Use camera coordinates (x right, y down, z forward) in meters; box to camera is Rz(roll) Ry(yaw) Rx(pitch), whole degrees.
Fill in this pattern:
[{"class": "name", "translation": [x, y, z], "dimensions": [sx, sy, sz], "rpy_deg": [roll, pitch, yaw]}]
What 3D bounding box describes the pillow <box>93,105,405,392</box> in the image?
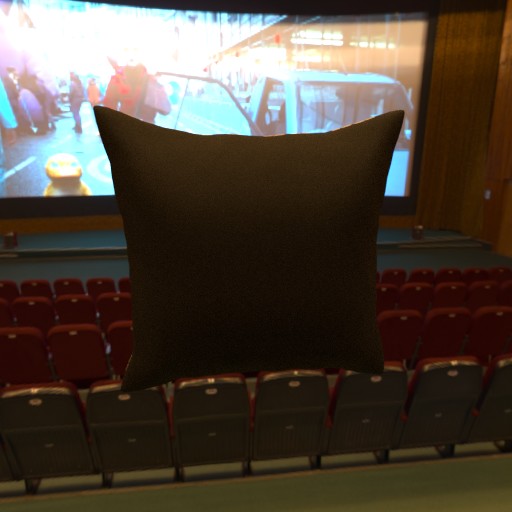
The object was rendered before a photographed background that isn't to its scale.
[{"class": "pillow", "translation": [0.000, 0.000, 0.773], "dimensions": [0.504, 0.494, 0.188], "rpy_deg": [-2, 15, -8]}]
